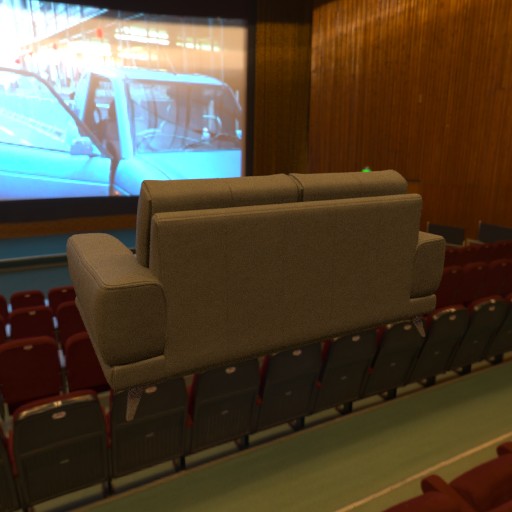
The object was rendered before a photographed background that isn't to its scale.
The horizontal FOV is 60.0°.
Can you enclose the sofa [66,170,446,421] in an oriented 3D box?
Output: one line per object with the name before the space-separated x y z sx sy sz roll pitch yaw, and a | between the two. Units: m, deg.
sofa | 0.000 0.000 2.375 1.806 0.907 1.018 -8 16 -27
